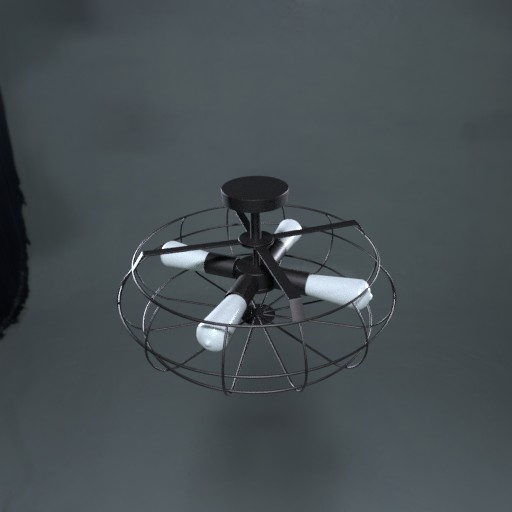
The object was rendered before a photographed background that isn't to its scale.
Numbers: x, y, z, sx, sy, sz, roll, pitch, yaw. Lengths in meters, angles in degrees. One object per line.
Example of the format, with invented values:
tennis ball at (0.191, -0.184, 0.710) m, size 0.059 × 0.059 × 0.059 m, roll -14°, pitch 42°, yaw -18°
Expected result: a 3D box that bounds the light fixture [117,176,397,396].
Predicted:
light fixture at (0.000, 0.000, 0.936) m, size 0.582 × 0.311 × 0.582 m, roll 0°, pitch 30°, yaw 0°
